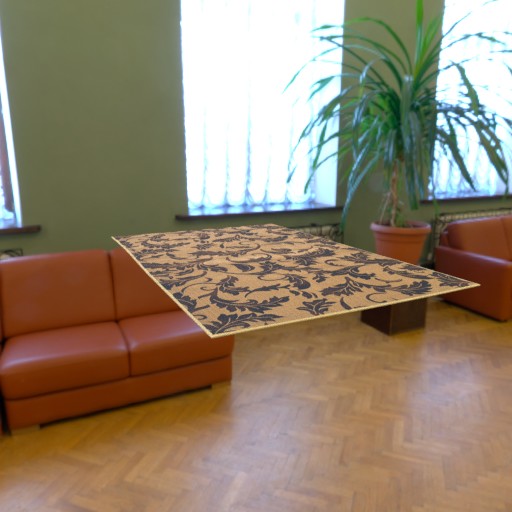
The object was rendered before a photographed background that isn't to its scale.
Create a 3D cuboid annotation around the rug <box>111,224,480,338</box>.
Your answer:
[{"bbox_3d":[0.000,0.000,2.988,1.522,0.008,2.284,-7,15,-26],"label":"rug"}]
